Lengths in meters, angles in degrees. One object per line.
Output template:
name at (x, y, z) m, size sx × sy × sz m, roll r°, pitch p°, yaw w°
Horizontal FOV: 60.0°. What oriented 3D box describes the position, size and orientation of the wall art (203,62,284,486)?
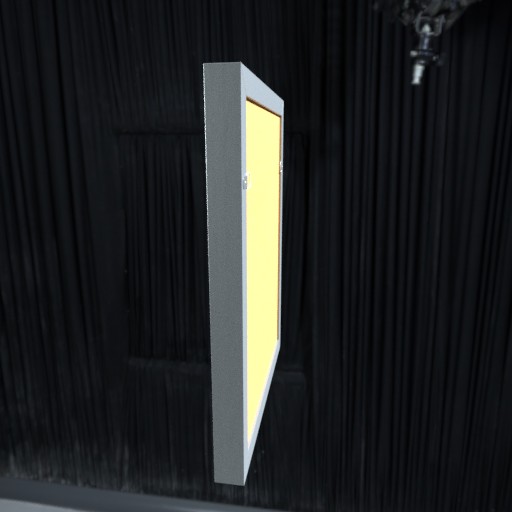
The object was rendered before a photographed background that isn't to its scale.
wall art at (0.000, 0.000, 0.530) m, size 0.030 × 0.379 × 0.308 m, roll 2°, pitch 14°, yaw 9°
